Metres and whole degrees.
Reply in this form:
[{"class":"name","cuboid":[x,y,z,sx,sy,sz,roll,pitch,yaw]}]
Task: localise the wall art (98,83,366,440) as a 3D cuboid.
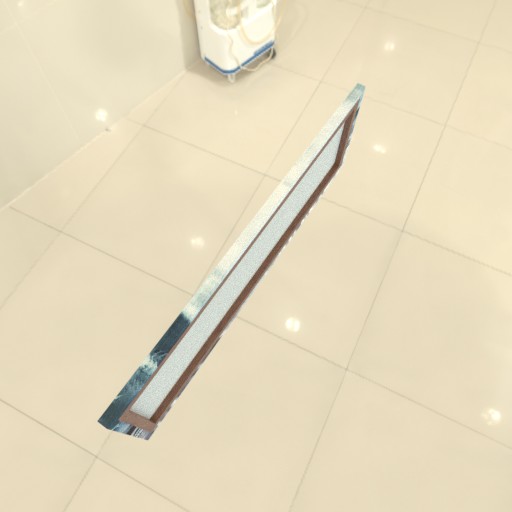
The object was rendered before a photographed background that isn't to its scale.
[{"class":"wall art","cuboid":[0.000,0.000,1.715,0.037,0.509,1.524,31,68,14]}]
